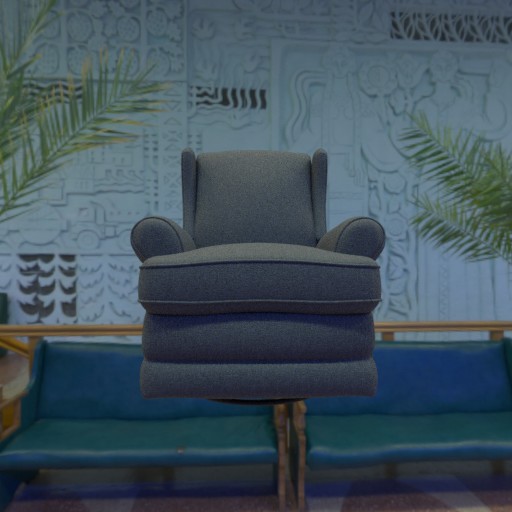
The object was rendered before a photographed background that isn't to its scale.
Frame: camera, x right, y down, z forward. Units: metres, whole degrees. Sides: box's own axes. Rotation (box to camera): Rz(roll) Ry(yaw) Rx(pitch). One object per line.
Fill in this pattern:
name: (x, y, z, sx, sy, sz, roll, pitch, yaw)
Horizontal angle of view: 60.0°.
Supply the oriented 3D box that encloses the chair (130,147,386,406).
chair: (0.000, 0.000, 1.768, 0.847, 1.011, 0.969, 0, 1, -2)
